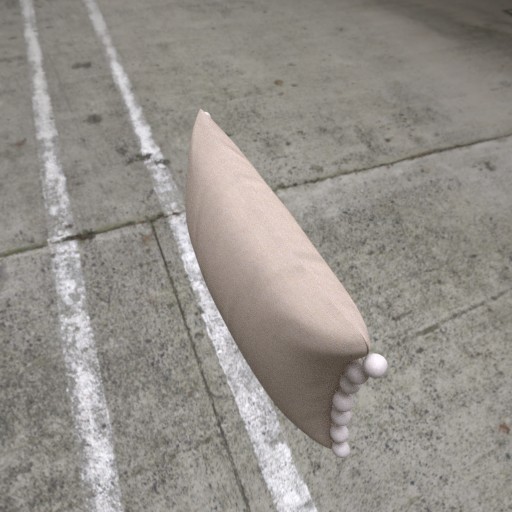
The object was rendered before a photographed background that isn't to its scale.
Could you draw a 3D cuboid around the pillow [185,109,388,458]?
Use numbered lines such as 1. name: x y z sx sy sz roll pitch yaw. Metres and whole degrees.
1. pillow: 0.000 0.000 0.834 0.201 0.322 0.709 -16 47 -16
